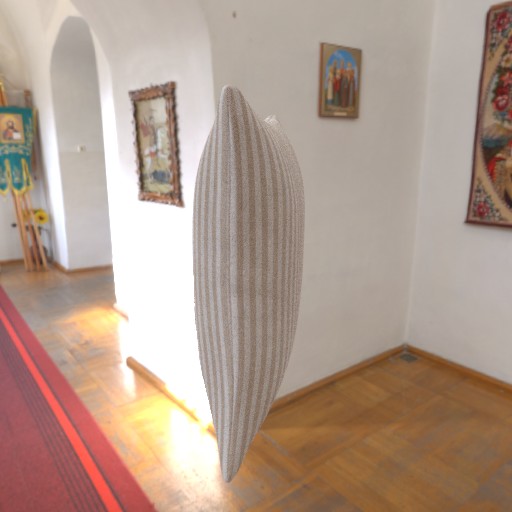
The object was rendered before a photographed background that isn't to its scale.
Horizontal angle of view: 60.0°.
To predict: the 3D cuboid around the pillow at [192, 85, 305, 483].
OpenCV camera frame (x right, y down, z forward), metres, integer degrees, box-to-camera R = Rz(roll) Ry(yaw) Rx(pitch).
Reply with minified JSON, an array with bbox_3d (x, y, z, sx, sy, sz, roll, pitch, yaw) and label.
[{"bbox_3d":[0.000,0.000,0.788,0.166,0.510,0.523,2,14,7],"label":"pillow"}]
